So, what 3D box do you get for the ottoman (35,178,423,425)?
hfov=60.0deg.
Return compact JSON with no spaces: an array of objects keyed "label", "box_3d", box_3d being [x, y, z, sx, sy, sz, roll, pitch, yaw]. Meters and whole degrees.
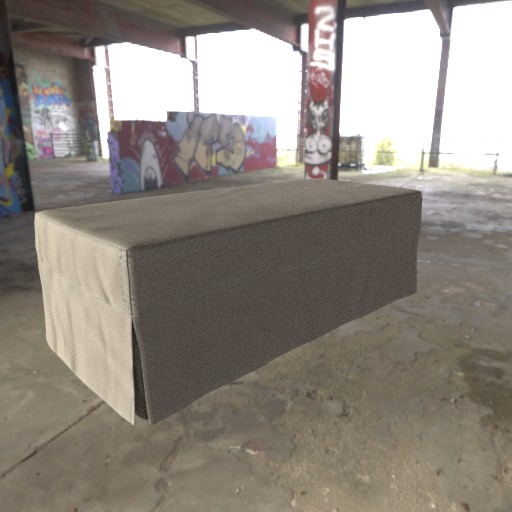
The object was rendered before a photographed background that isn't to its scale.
[{"label":"ottoman","box_3d":[0.000,0.000,1.659,1.388,0.457,0.665,-15,22,-41]}]
